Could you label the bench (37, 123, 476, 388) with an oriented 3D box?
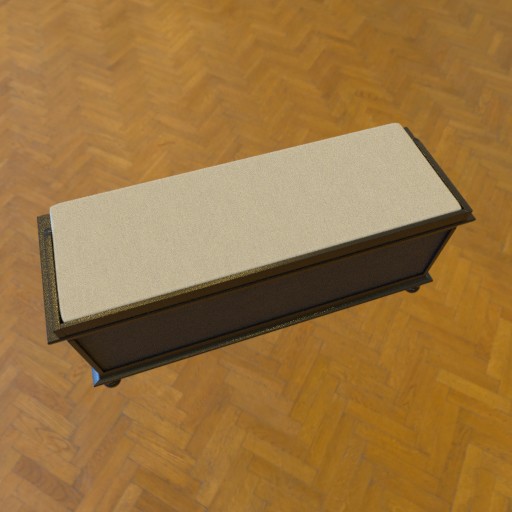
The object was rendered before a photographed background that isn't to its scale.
[{"bbox_3d":[0.000,0.000,1.431,1.185,0.501,0.402,-16,59,-10],"label":"bench"}]
